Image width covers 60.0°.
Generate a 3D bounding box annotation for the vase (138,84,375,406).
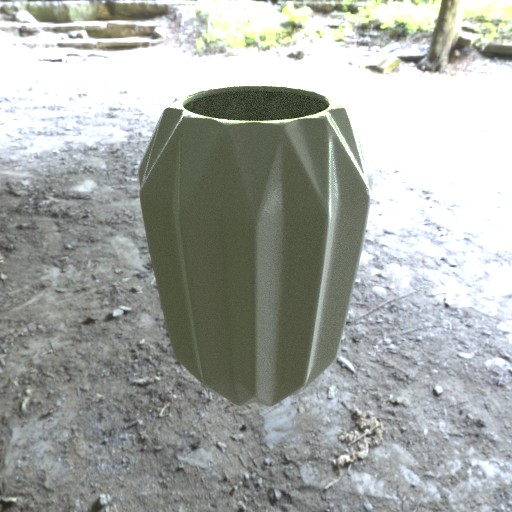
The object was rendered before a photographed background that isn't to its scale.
[{"bbox_3d":[0.000,0.000,0.406,0.195,0.275,0.195,0,32,0],"label":"vase"}]
